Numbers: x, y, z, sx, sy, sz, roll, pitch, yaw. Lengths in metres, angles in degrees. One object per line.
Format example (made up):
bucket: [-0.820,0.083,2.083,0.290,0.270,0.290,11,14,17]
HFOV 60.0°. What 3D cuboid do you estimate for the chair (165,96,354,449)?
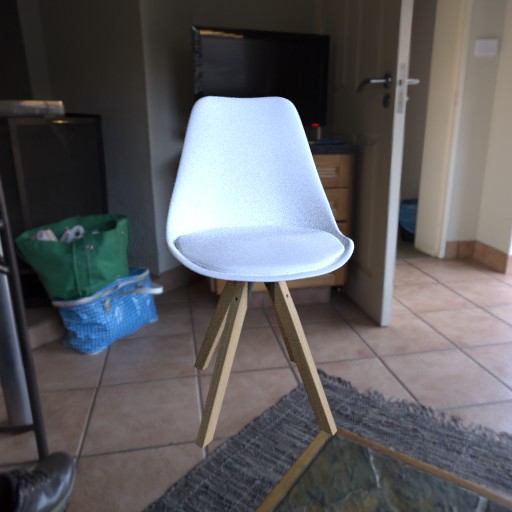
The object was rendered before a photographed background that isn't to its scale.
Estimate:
chair: [0.000,0.000,1.212,0.485,0.849,0.550,-2,17,-8]
